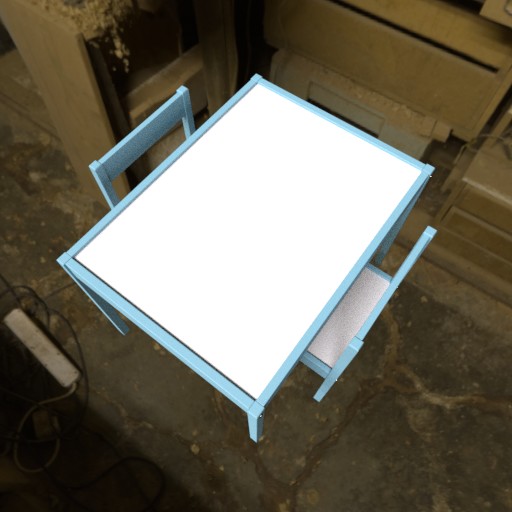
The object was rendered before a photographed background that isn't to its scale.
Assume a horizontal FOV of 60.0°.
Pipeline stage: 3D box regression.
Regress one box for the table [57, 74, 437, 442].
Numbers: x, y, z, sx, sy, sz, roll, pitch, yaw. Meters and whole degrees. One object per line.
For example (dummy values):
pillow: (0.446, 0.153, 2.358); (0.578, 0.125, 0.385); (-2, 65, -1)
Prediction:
table: (0.000, 0.000, 1.080); (0.633, 0.503, 0.639); (34, 68, 16)
